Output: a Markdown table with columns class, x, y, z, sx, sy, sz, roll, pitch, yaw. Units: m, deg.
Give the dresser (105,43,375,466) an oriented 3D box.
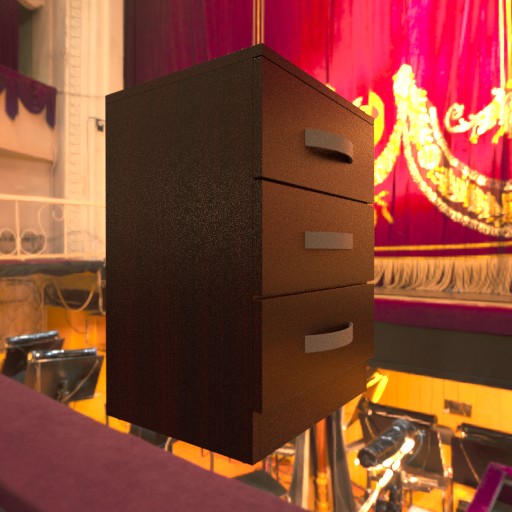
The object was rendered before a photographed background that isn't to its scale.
| class | x | y | z | sx | sy | sz | roll | pitch | yaw |
| --- | --- | --- | --- | --- | --- | --- | --- | --- | --- |
| dresser | 0.000 | 0.000 | 0.831 | 0.360 | 0.560 | 0.400 | 0 | 1 | 36 |
